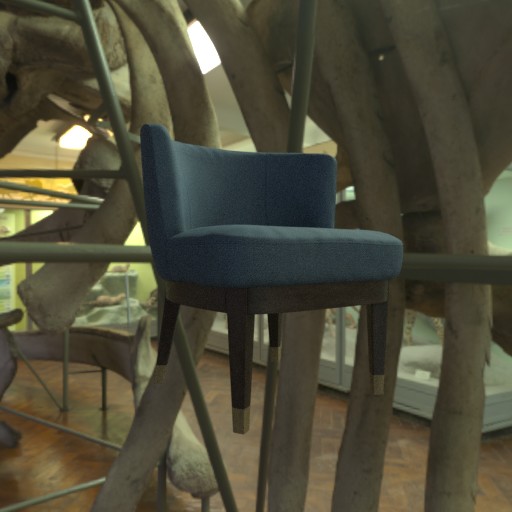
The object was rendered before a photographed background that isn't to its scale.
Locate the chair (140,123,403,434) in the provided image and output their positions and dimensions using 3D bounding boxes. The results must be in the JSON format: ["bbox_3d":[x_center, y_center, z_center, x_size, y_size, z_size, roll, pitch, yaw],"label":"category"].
[{"bbox_3d":[0.000,0.000,1.303,0.661,0.760,0.702,0,1,-36],"label":"chair"}]
